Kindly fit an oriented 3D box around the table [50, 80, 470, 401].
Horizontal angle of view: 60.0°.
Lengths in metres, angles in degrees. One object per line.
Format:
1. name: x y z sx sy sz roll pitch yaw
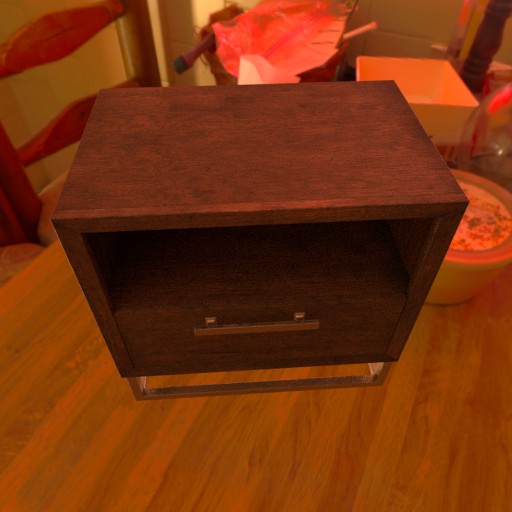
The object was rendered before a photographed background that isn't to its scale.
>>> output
1. table: 0.000 0.000 1.241 0.767 0.746 0.542 -3 46 -3
